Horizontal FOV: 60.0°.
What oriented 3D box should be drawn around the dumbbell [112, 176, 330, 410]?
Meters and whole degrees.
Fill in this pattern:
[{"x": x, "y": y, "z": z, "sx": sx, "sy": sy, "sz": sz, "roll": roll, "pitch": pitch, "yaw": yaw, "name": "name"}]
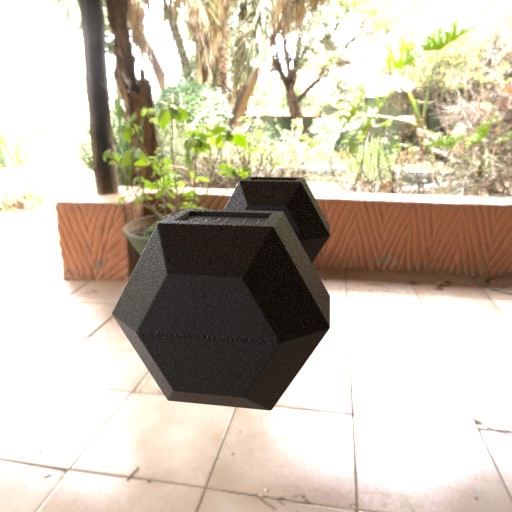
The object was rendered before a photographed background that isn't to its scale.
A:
[{"x": 0.000, "y": 0.000, "z": 0.352, "sx": 0.116, "sy": 0.101, "sz": 0.297, "roll": 2, "pitch": 16, "yaw": 9, "name": "dumbbell"}]
